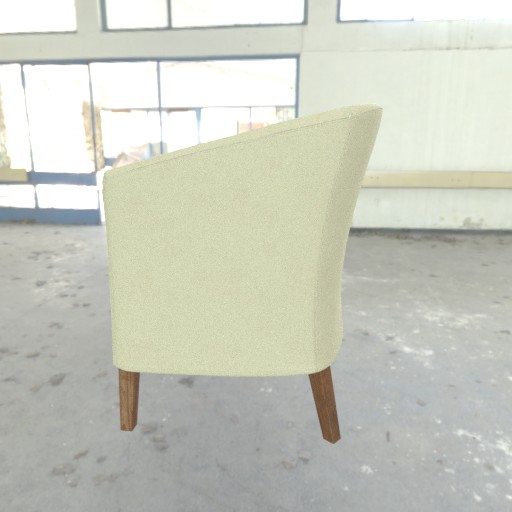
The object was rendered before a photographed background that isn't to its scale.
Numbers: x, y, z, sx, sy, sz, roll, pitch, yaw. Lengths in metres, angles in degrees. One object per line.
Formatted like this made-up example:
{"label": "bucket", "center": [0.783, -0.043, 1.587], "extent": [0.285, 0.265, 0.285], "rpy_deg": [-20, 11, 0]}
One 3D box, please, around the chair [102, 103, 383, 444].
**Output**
{"label": "chair", "center": [0.000, 0.000, 1.303], "extent": [0.657, 0.822, 0.643], "rpy_deg": [2, 14, 8]}
